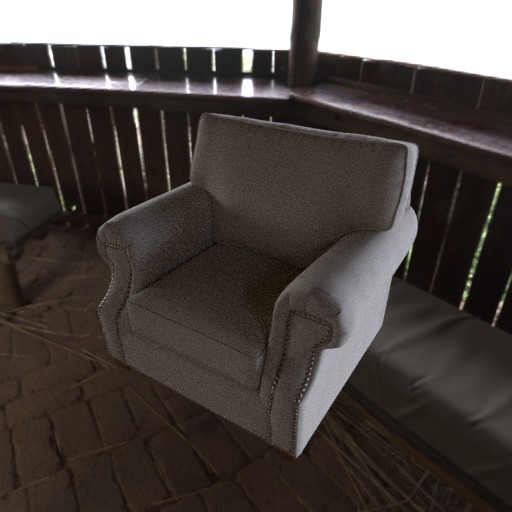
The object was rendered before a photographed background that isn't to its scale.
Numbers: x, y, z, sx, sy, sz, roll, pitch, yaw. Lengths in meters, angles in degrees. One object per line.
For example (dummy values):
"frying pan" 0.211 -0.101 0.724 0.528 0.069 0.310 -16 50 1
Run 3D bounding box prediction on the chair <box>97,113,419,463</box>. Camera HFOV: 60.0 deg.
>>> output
"chair" 0.000 0.000 1.829 1.092 0.961 0.965 18 34 28
